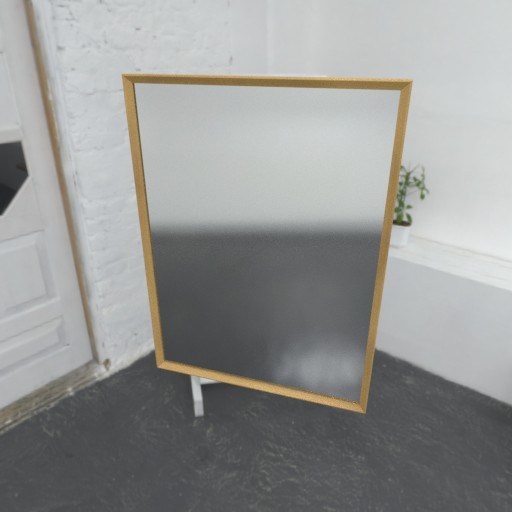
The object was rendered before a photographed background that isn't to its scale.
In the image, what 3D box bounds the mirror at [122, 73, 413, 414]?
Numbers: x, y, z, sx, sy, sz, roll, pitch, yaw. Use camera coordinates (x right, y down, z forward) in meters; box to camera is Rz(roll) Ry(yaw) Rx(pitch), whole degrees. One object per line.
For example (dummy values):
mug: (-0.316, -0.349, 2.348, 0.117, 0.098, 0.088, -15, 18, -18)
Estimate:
mirror: (0.000, 0.000, 1.349, 0.762, 1.016, 0.041, 8, 27, 16)
